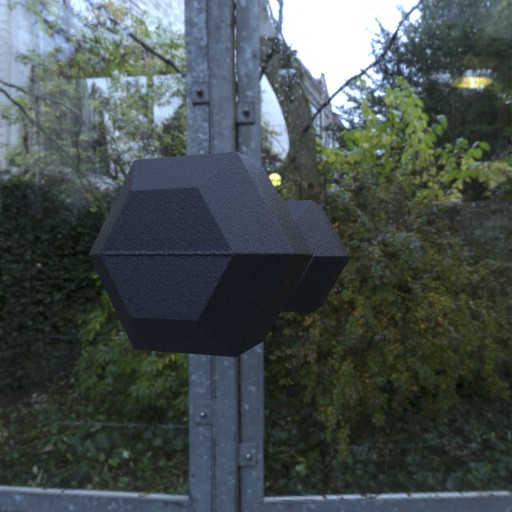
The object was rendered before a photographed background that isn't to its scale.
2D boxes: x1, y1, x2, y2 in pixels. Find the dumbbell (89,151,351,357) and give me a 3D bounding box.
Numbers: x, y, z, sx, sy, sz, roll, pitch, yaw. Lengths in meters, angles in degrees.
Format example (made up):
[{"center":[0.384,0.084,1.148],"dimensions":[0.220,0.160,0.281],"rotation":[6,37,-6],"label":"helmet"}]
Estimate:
[{"center":[0.000,0.000,0.412],"dimensions":[0.142,0.123,0.337],"rotation":[0,0,18],"label":"dumbbell"}]
